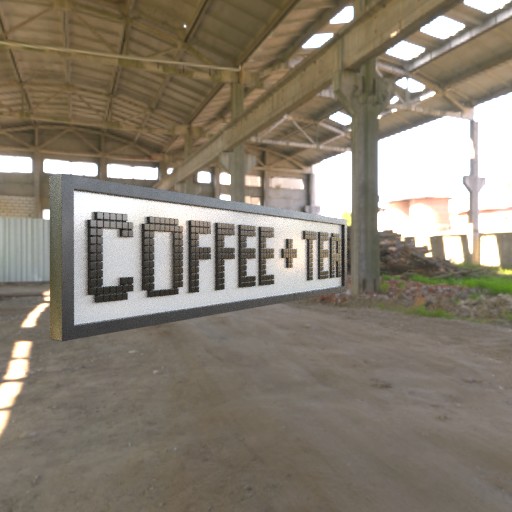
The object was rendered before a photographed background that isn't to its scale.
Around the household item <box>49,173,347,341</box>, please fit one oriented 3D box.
[{"bbox_3d":[0.000,0.000,1.041,0.030,0.236,1.001,0,0,35],"label":"household item"}]
